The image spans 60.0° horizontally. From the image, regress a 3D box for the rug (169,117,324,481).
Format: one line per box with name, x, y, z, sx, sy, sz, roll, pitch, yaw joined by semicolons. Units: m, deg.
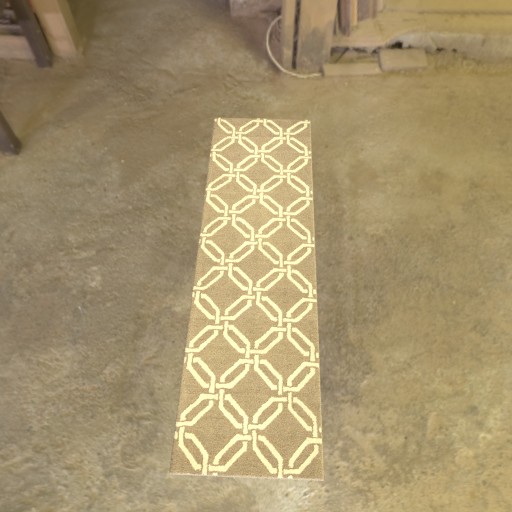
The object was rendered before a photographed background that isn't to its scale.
rug;0.000;0.000;2.533;0.678;0.014;2.276;2;58;1
